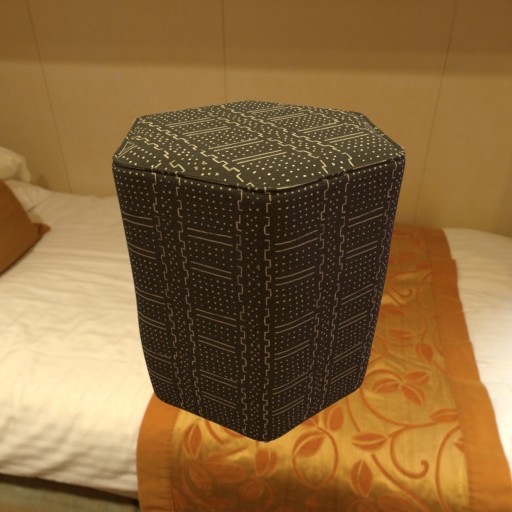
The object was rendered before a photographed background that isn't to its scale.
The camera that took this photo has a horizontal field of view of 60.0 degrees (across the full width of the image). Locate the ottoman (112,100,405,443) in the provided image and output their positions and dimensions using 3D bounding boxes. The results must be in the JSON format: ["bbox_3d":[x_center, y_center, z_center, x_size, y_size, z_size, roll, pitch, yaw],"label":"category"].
[{"bbox_3d":[0.000,0.000,0.863,0.494,0.502,0.443,-20,36,-29],"label":"ottoman"}]
